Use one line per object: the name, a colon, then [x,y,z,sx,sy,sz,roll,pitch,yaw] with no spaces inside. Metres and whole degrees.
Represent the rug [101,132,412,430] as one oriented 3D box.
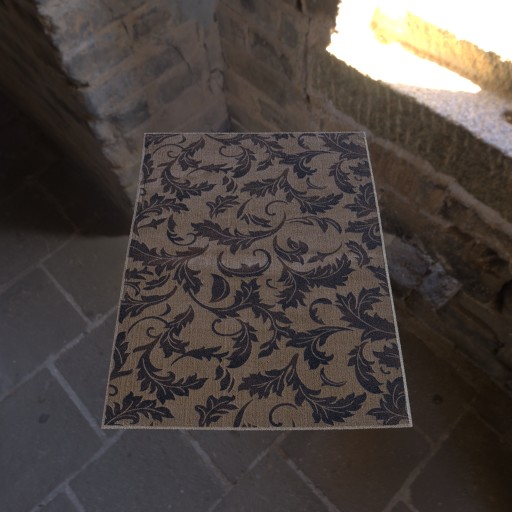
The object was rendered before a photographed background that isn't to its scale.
rug: [0.000,0.000,4.051,2.380,0.008,2.977,0,63,0]
